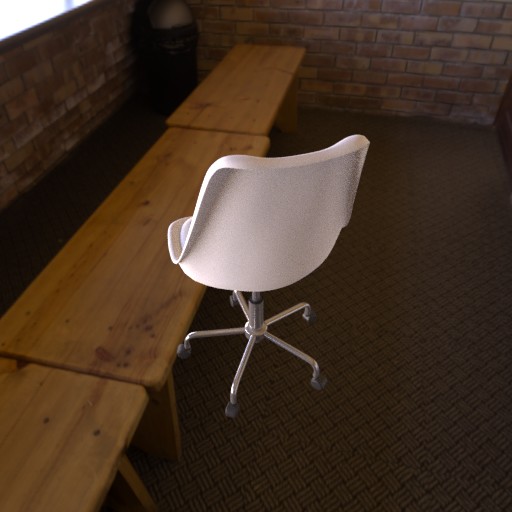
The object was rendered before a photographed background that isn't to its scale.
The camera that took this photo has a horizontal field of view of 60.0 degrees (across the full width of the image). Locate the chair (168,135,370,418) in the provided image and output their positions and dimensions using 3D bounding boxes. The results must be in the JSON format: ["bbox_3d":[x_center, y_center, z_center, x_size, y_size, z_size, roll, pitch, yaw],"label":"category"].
[{"bbox_3d":[0.000,0.000,1.304,0.550,0.930,0.550,-13,43,-14],"label":"chair"}]
